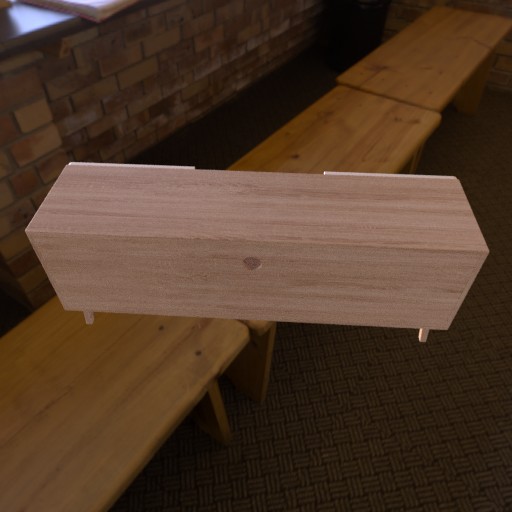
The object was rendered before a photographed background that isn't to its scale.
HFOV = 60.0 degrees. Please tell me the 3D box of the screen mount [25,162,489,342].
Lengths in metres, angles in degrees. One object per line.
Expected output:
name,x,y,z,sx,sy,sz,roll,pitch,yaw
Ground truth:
screen mount,0.000,0.000,1.778,1.500,0.570,0.420,3,46,3
